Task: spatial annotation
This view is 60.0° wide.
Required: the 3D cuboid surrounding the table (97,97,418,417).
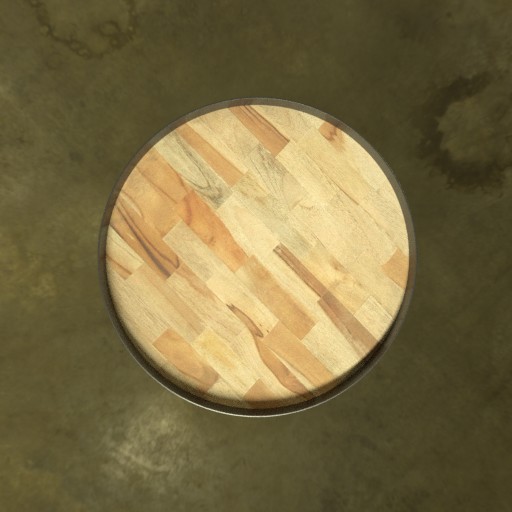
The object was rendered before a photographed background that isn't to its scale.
[{"bbox_3d":[0.000,0.000,0.841,0.406,0.559,0.406,0,90,0],"label":"table"}]
